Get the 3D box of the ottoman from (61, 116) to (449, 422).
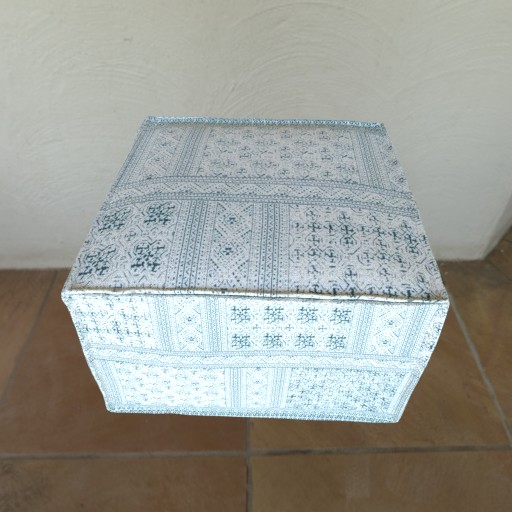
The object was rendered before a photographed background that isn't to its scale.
[{"bbox_3d":[0.000,0.000,1.023,0.626,0.439,0.617,1,43,2],"label":"ottoman"}]
